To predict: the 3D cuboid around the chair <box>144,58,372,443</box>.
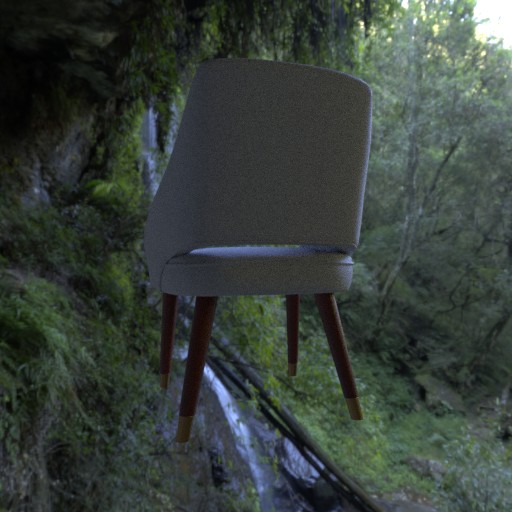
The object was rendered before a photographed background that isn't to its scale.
[{"bbox_3d":[0.000,0.000,1.296,0.609,0.889,0.600,0,0,-18],"label":"chair"}]
